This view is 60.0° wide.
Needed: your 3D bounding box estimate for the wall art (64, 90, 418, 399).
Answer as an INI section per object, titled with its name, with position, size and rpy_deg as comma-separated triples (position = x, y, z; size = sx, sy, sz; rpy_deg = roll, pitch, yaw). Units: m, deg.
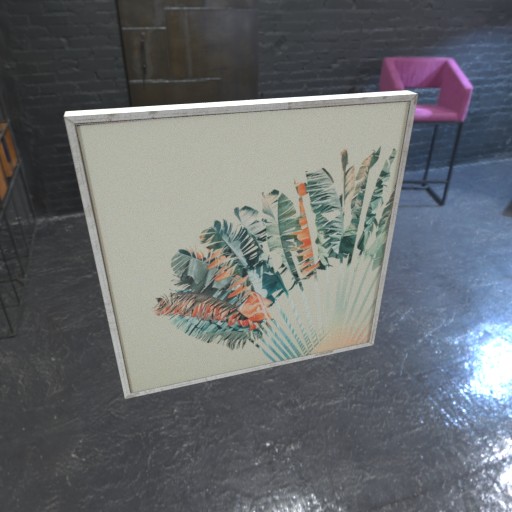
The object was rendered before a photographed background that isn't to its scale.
[wall art]
position = 0.000, 0.000, 0.755
size = 0.508, 0.506, 0.029
rpy_deg = -9, 32, -14
